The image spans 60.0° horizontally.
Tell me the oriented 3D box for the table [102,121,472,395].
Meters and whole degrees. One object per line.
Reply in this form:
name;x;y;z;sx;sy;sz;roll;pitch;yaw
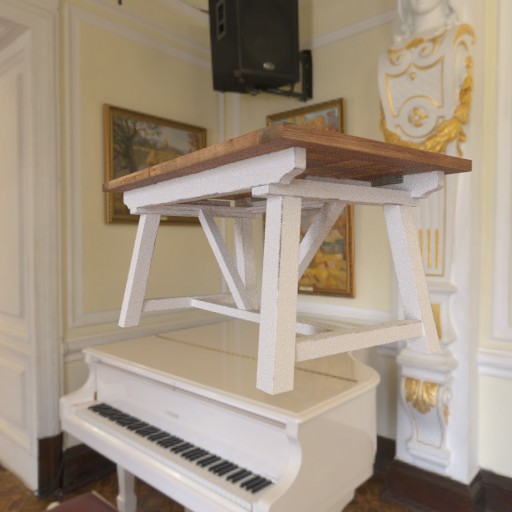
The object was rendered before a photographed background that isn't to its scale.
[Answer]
table;0.000;0.000;2.020;0.922;0.743;1.503;-1;2;-36
